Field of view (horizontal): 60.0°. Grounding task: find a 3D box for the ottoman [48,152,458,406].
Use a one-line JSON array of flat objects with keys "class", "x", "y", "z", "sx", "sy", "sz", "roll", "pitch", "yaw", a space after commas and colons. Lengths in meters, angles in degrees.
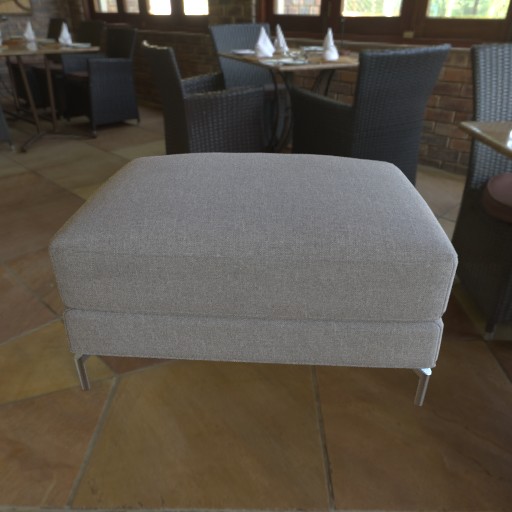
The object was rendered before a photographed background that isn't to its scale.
[{"class": "ottoman", "x": 0.000, "y": 0.000, "z": 1.172, "sx": 0.838, "sy": 0.457, "sz": 0.584, "roll": 2, "pitch": 29, "yaw": 3}]
